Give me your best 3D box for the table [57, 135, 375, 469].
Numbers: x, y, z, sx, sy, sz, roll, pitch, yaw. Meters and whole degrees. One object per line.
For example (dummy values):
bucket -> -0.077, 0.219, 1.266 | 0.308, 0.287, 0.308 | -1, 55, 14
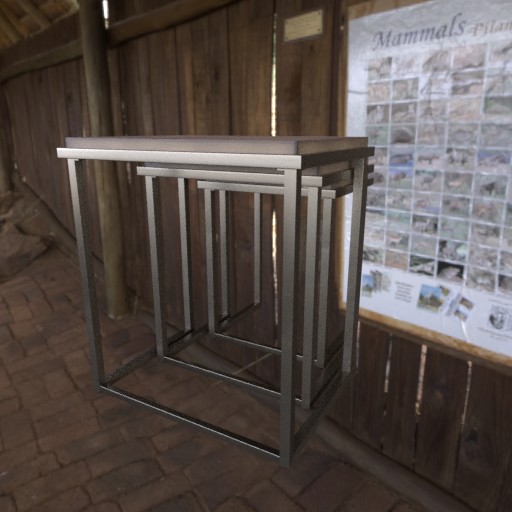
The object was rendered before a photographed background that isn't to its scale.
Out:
table -> 0.000, 0.000, 1.168 | 0.559, 0.610, 0.706 | 9, 18, 28
